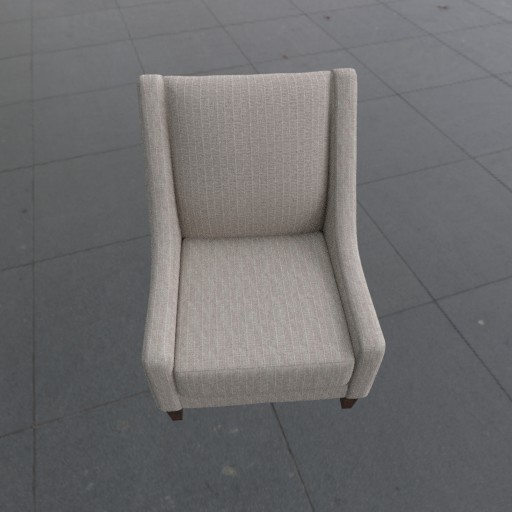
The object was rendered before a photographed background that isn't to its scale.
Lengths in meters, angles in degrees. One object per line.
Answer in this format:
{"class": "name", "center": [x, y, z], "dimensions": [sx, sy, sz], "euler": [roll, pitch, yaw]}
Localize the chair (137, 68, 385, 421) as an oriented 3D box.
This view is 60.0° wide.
{"class": "chair", "center": [0.000, 0.000, 1.616], "dimensions": [0.774, 1.014, 0.870], "euler": [-3, 47, -3]}
